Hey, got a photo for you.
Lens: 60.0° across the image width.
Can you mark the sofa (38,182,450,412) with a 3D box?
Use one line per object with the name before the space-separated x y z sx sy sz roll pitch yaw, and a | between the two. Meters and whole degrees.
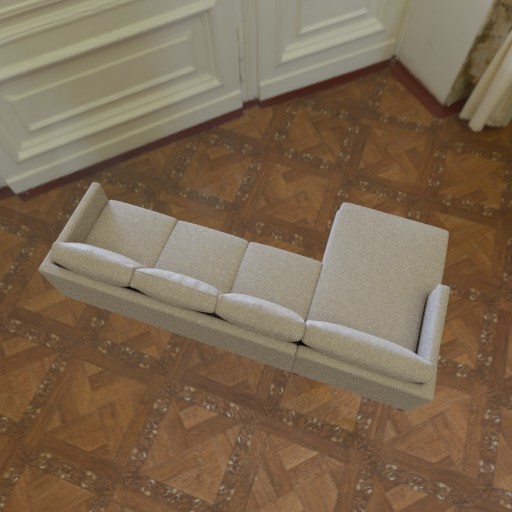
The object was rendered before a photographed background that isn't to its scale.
sofa | 0.000 0.000 3.899 3.186 0.846 1.625 17 65 8
